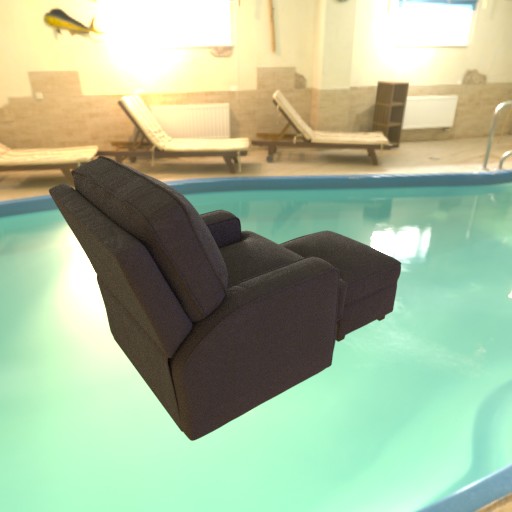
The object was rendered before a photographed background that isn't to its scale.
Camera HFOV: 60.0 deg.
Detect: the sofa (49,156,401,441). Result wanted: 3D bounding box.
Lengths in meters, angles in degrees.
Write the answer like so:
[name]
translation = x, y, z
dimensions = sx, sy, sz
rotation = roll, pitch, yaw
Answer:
[sofa]
translation = 0.000, 0.000, 2.005
dimensions = 1.472, 0.959, 0.861
rotation = -18, 31, -32
